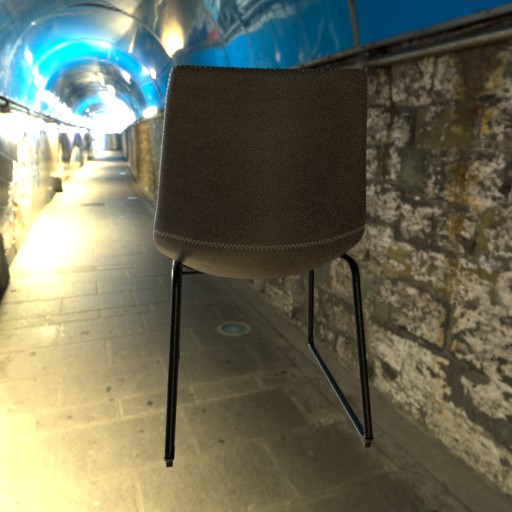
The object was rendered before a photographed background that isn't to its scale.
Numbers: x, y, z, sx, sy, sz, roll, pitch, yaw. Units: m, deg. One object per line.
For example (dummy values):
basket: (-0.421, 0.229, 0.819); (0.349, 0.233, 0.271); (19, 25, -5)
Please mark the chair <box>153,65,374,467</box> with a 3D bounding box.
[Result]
chair: (0.000, 0.000, 1.077); (0.460, 0.780, 0.550); (-2, 15, -8)
